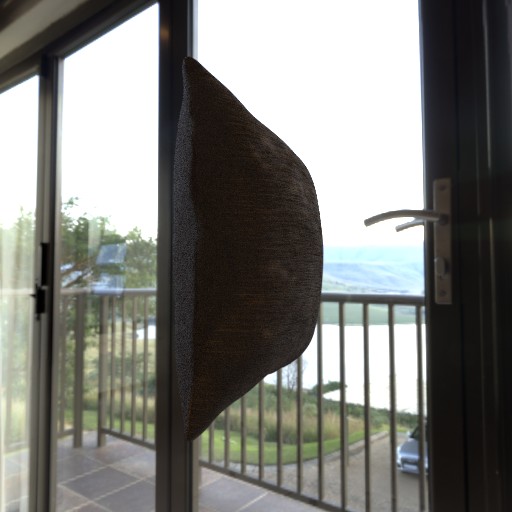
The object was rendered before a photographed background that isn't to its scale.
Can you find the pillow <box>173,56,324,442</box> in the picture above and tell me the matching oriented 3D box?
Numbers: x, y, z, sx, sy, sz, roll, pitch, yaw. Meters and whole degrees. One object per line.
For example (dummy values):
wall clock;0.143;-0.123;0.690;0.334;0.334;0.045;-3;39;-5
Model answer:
pillow;0.000;0.000;0.705;0.204;0.439;0.452;-1;-3;19
